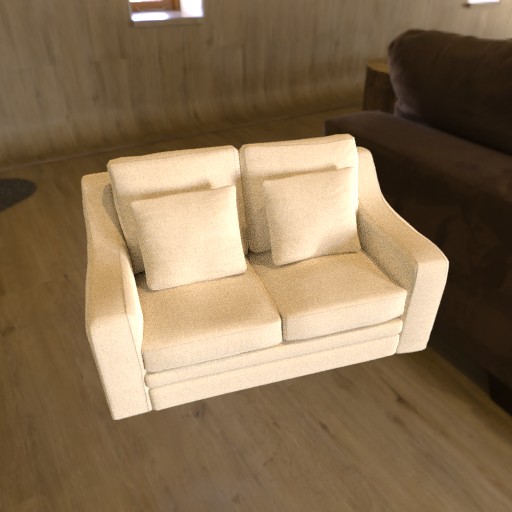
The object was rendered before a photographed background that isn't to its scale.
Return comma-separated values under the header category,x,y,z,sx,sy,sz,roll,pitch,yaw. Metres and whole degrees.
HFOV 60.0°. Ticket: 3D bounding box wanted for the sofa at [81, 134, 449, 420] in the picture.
category,x,y,z,sx,sy,sz,roll,pitch,yaw
sofa,0.000,0.000,2.393,1.744,1.047,1.040,-9,34,-13
